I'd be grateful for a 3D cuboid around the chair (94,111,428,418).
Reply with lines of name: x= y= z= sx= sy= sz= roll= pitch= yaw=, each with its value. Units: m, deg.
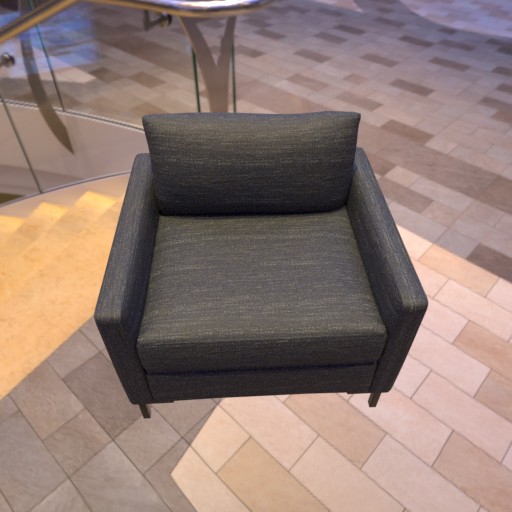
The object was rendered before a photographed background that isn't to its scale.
chair: x=0.000 y=0.000 z=1.643 sx=0.963 sy=0.861 sz=0.866 roll=-2 pitch=45 yaw=-2
